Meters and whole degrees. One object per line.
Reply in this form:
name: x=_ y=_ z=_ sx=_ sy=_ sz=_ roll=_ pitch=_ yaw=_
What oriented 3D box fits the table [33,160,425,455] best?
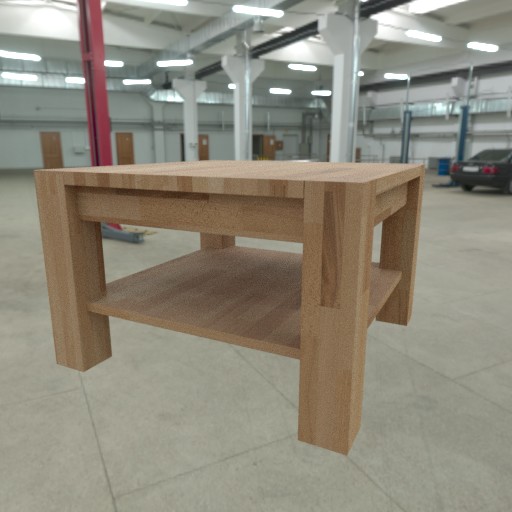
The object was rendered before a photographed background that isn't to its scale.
table: x=0.000 y=0.000 z=1.139 sx=0.700 sy=0.451 sz=0.700 roll=7 pitch=16 yaw=26
